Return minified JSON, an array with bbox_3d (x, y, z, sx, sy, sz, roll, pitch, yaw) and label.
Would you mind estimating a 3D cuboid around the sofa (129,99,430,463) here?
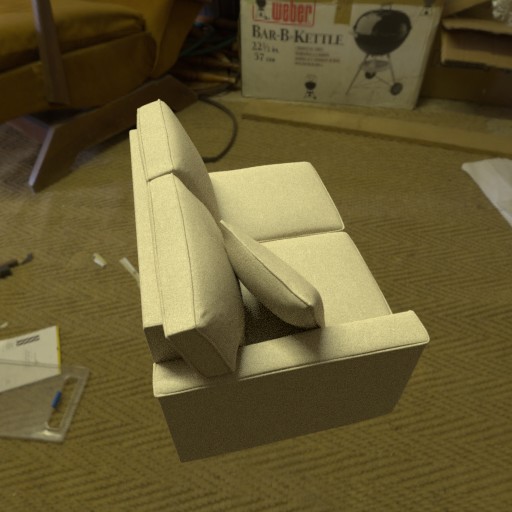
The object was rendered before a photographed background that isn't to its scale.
[{"bbox_3d":[0.000,0.000,2.061,0.991,0.989,1.388,-10,47,-9],"label":"sofa"}]
